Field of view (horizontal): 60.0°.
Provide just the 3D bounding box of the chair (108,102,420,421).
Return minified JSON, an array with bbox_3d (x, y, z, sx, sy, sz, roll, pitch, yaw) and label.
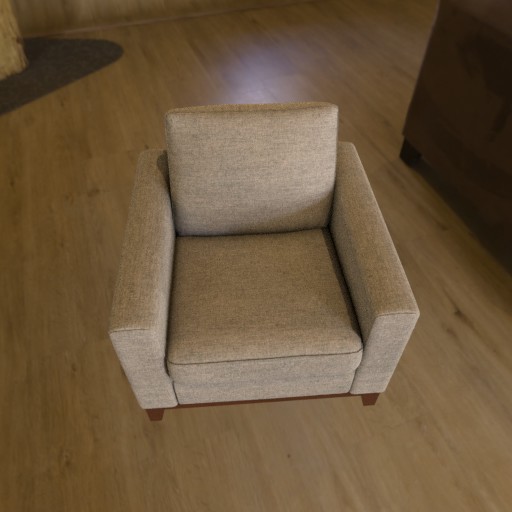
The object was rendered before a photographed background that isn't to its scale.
[{"bbox_3d":[0.000,0.000,1.883,1.024,1.010,1.038,-3,47,-3],"label":"chair"}]
